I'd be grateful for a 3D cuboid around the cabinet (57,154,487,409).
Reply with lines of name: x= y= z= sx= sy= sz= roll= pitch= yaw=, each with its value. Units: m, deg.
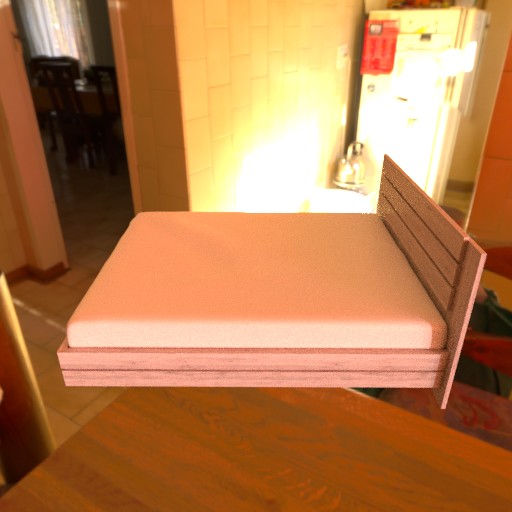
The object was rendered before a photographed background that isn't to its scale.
cabinet: x=0.000 y=0.000 z=2.983 sx=2.080 sy=0.970 sz=1.750 roll=0 pitch=27 yaw=0
